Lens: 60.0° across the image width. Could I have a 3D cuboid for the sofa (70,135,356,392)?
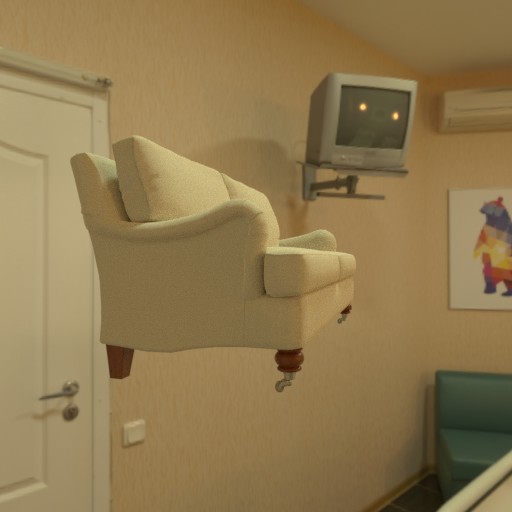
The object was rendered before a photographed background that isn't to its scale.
[{"bbox_3d":[0.000,0.000,2.791,1.086,1.087,2.159,0,0,18],"label":"sofa"}]
